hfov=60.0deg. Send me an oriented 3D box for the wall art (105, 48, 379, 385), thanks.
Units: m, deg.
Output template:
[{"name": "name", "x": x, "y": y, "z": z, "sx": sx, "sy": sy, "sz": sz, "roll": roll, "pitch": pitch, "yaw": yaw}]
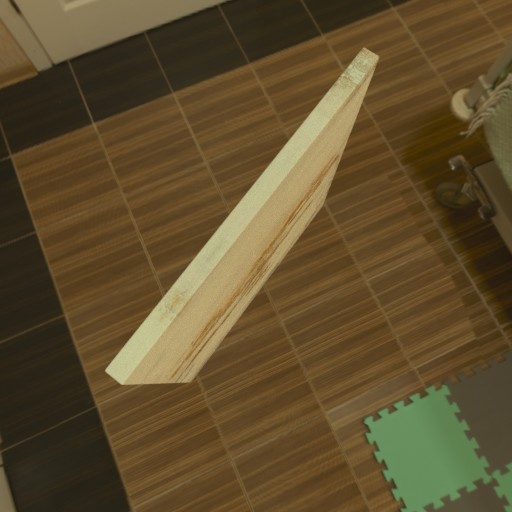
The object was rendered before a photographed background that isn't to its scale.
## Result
[{"name": "wall art", "x": 0.000, "y": 0.000, "z": 1.136, "sx": 0.038, "sy": 0.755, "sz": 0.753, "roll": 35, "pitch": 77, "yaw": 9}]
